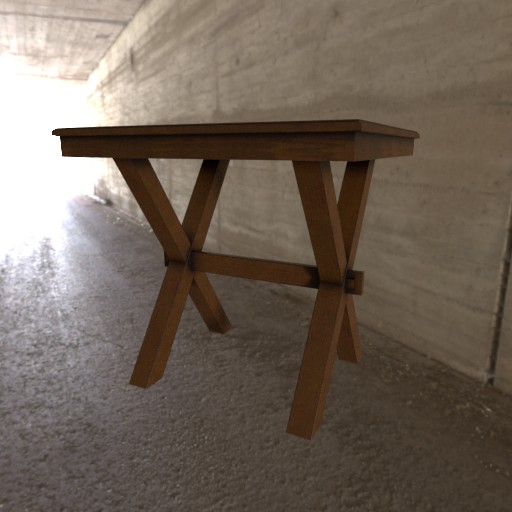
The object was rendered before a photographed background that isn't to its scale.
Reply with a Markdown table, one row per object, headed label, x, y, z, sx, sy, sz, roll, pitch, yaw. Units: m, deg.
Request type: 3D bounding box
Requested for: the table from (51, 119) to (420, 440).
| label | x | y | z | sx | sy | sz | roll | pitch | yaw |
| --- | --- | --- | --- | --- | --- | --- | --- | --- | --- |
| table | 0.000 | 0.000 | 1.028 | 0.602 | 0.562 | 0.560 | 7 | 15 | 26 |
